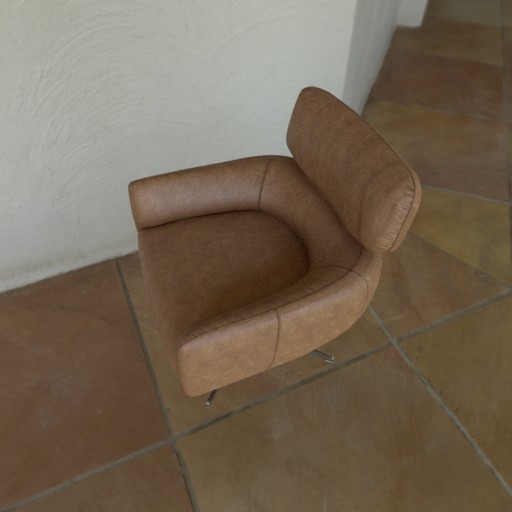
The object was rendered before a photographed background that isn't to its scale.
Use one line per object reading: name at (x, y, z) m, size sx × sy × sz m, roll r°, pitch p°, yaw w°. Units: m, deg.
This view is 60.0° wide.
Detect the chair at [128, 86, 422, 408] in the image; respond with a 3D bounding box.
chair at (0.000, 0.000, 1.412) m, size 0.715 × 0.812 × 0.706 m, roll -16°, pitch 48°, yaw -14°
